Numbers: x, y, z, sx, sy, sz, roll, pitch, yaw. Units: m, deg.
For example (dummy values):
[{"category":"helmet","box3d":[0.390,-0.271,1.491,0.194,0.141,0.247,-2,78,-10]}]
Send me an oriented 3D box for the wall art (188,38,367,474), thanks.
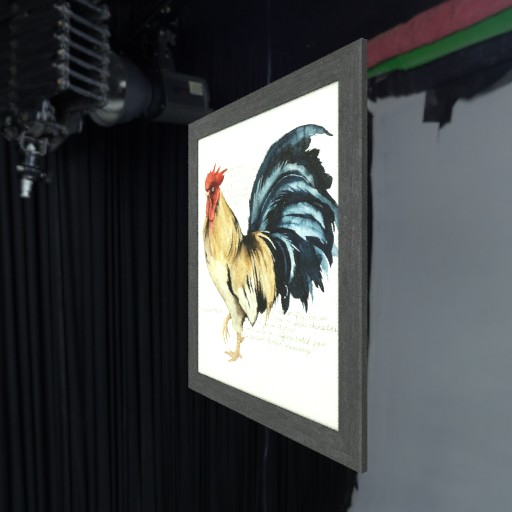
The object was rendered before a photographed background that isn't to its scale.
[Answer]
[{"category":"wall art","box3d":[0.000,0.000,0.774,0.013,0.570,0.476,0,0,-37]}]
